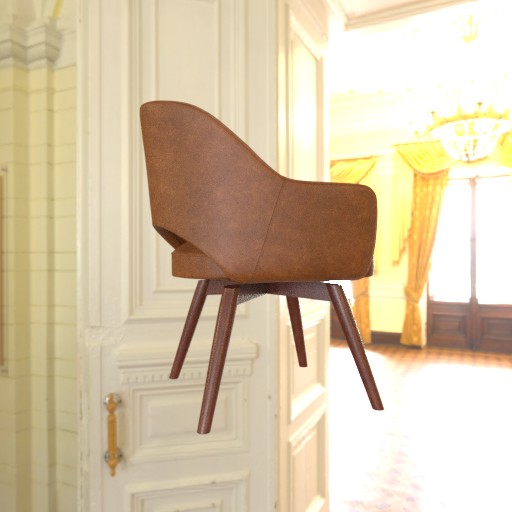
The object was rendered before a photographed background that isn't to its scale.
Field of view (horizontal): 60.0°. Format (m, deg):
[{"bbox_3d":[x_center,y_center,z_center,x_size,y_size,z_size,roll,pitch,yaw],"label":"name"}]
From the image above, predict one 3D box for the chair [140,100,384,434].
[{"bbox_3d":[0.000,0.000,1.260,0.640,0.777,0.591,0,0,-19],"label":"chair"}]
